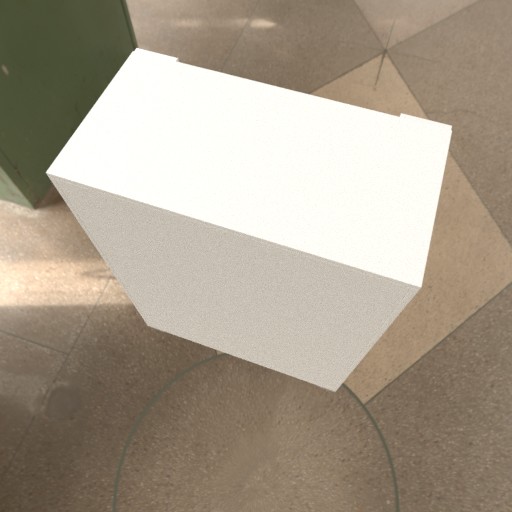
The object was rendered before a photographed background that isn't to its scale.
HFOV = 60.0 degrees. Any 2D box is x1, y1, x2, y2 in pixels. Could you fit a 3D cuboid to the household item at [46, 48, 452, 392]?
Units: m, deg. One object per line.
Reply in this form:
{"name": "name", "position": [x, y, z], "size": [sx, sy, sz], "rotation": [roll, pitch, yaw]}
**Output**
{"name": "household item", "position": [0.000, 0.000, 1.410], "size": [0.790, 1.010, 0.420], "rotation": [17, 64, 9]}
